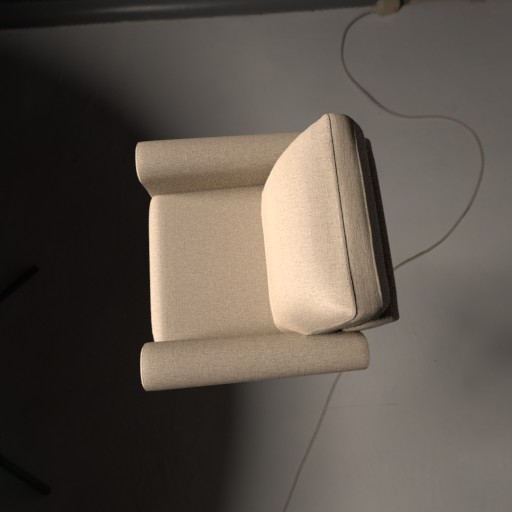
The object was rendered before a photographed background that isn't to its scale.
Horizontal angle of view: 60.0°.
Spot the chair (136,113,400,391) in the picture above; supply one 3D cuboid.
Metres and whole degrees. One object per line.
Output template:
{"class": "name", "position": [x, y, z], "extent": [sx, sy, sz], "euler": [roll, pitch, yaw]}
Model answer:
{"class": "chair", "position": [0.000, 0.000, 2.363], "extent": [1.180, 1.349, 1.275], "euler": [-5, 76, -1]}
